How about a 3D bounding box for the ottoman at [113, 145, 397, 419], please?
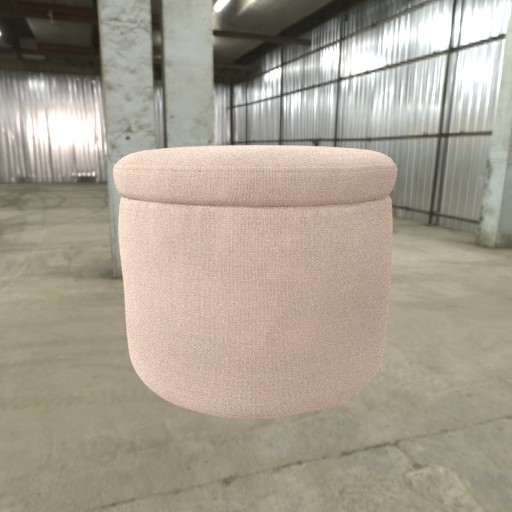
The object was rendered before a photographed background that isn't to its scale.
[{"bbox_3d":[0.000,0.000,0.848,0.497,0.409,0.497,0,13,0],"label":"ottoman"}]
